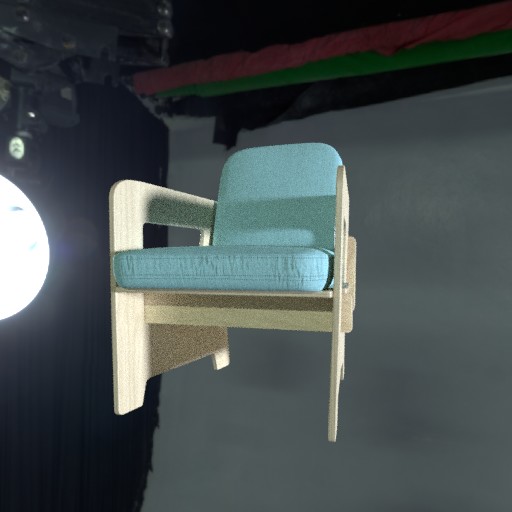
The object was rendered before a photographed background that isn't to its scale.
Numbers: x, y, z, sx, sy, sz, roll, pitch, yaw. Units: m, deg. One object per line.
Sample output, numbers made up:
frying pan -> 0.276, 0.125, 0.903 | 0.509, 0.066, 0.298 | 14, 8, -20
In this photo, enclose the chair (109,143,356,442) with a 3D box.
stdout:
chair -> 0.000, 0.000, 1.299 | 0.590, 0.800, 0.710 | 0, -1, 18
